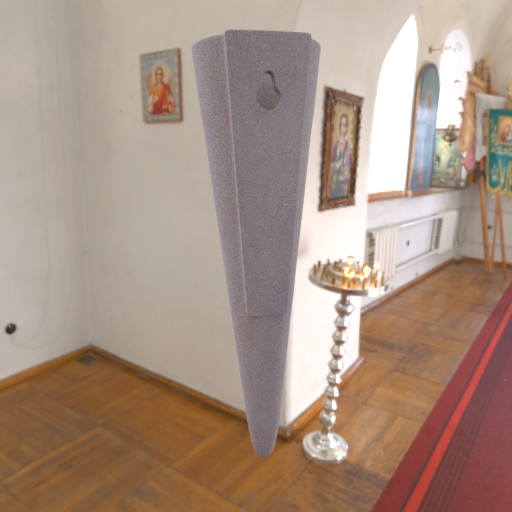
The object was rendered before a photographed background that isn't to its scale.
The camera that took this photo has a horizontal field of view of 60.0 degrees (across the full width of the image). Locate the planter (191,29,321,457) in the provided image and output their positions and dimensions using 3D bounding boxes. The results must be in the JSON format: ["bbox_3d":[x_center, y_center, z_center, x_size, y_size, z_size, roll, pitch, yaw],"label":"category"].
[{"bbox_3d":[0.000,0.000,0.299,0.078,0.259,0.087,-2,14,-9],"label":"planter"}]
